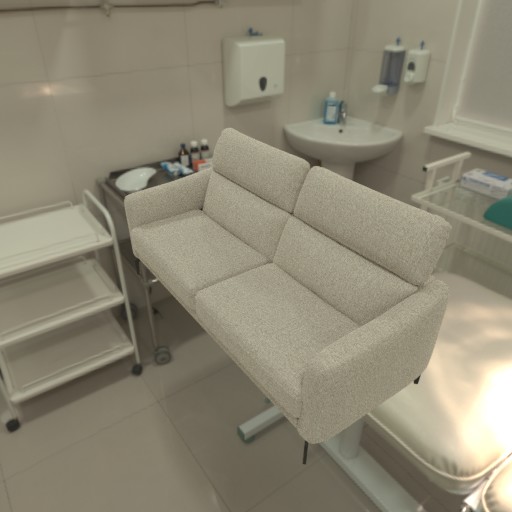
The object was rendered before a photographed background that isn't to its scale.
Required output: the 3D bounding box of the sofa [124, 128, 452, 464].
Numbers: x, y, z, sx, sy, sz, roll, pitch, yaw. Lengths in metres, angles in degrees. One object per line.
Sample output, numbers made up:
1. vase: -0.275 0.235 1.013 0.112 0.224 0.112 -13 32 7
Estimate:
1. sofa: 0.000 0.000 2.550 0.856 0.956 2.015 -21 38 -30
